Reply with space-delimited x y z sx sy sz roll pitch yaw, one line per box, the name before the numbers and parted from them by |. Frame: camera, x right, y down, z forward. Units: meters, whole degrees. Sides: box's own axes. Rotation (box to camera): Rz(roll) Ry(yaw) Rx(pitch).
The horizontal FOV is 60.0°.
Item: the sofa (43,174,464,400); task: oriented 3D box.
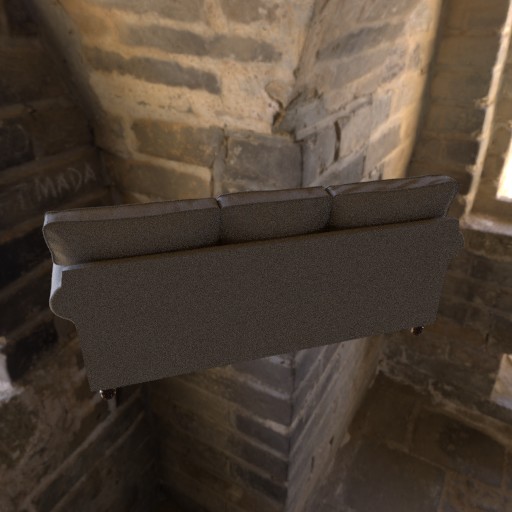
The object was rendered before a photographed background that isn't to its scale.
sofa | 0.000 0.000 2.543 2.084 0.961 0.916 -8 27 -15
